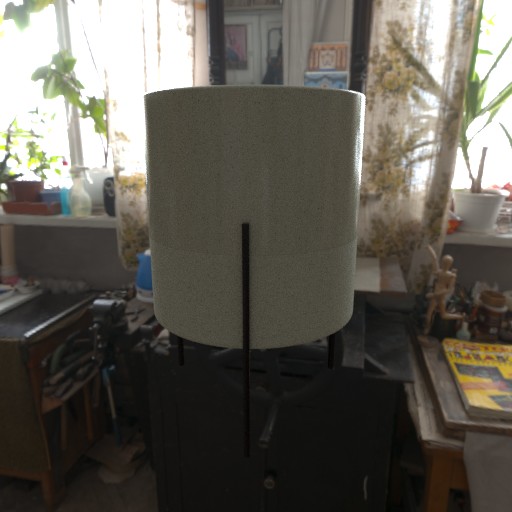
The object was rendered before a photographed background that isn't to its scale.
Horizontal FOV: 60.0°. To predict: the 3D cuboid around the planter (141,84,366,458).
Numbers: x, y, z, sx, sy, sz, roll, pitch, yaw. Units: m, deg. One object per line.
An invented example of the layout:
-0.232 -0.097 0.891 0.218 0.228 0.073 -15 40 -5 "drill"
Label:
0.000 0.000 0.699 0.323 0.475 0.314 -8 17 -26 "planter"
